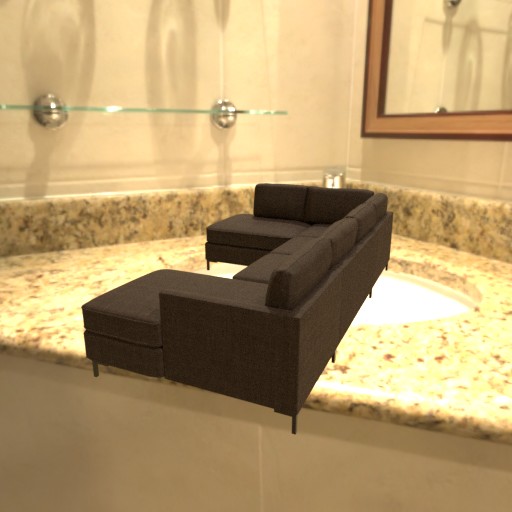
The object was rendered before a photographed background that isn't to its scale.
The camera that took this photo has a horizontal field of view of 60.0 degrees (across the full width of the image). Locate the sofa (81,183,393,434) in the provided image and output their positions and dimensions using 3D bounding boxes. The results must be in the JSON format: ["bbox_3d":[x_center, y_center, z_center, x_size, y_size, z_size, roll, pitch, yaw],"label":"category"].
[{"bbox_3d":[0.000,0.000,4.252,2.048,0.999,3.423,7,18,24],"label":"sofa"}]
